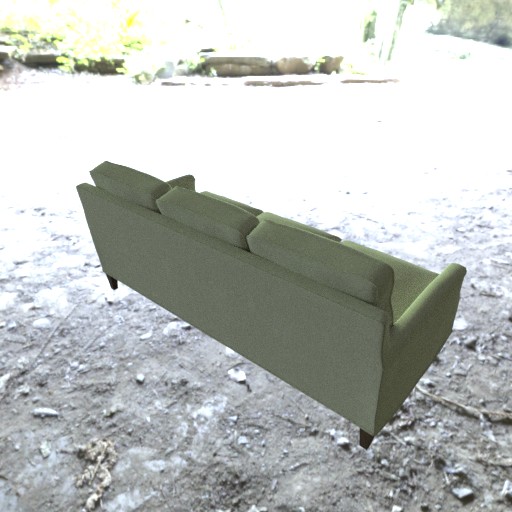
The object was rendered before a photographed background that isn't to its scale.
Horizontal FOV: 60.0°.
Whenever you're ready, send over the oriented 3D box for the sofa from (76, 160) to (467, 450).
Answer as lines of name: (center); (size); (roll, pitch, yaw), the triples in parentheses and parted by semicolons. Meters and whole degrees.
sofa: (0.000, 0.000, 2.782); (2.246, 1.003, 1.084); (23, 38, 34)
